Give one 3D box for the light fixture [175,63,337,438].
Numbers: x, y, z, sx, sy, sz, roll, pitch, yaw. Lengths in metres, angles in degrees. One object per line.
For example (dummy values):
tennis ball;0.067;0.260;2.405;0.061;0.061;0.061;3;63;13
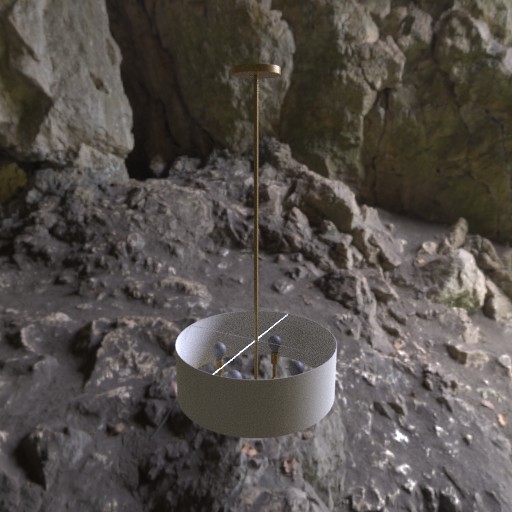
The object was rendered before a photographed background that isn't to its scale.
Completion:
light fixture;0.000;0.000;1.348;0.508;1.067;0.508;0;14;0
